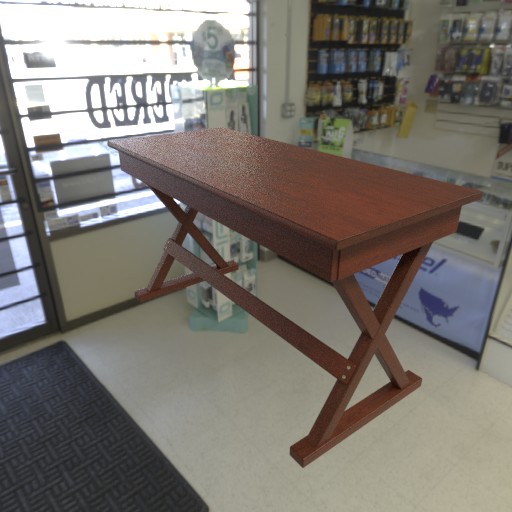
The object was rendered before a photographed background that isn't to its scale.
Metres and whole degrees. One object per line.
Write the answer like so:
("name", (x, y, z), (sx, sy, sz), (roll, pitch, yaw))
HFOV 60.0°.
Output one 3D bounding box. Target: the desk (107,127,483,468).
("desk", (0.000, 0.000, 1.765), (0.600, 0.761, 1.372), (-18, 31, -33))
